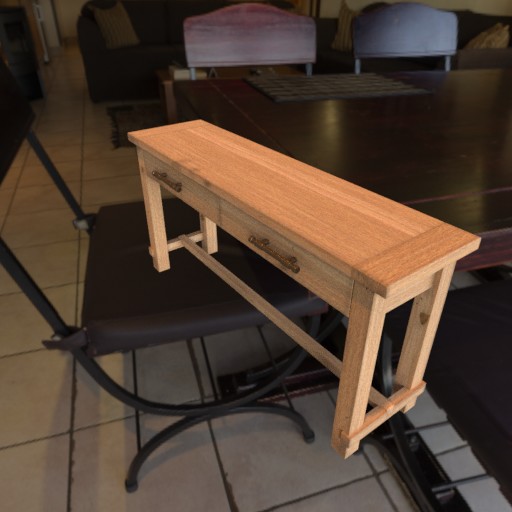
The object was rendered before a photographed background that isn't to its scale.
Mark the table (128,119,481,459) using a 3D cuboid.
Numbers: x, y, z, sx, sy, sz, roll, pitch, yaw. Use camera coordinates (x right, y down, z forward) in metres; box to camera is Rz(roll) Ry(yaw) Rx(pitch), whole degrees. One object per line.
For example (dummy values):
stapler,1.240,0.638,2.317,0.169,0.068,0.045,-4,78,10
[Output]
table,0.000,0.000,1.913,0.442,0.762,1.599,-21,38,-30
